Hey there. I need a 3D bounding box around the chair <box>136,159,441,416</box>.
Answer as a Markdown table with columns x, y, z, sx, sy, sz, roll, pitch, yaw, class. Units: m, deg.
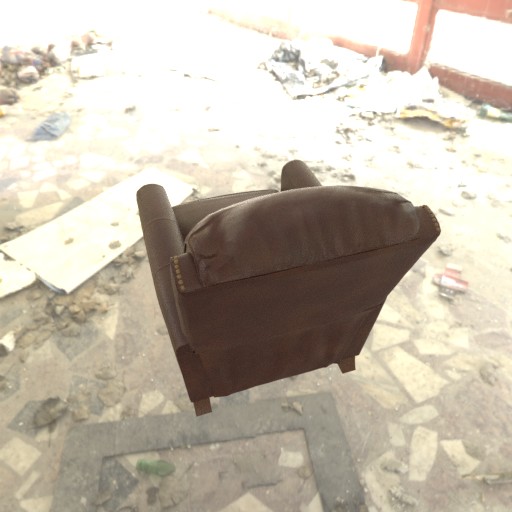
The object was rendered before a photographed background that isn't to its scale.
| x | y | z | sx | sy | sz | roll | pitch | yaw | class |
| --- | --- | --- | --- | --- | --- | --- | --- | --- | --- |
| 0.000 | 0.000 | 1.772 | 0.826 | 1.022 | 1.089 | -12 | 42 | -13 | chair |
